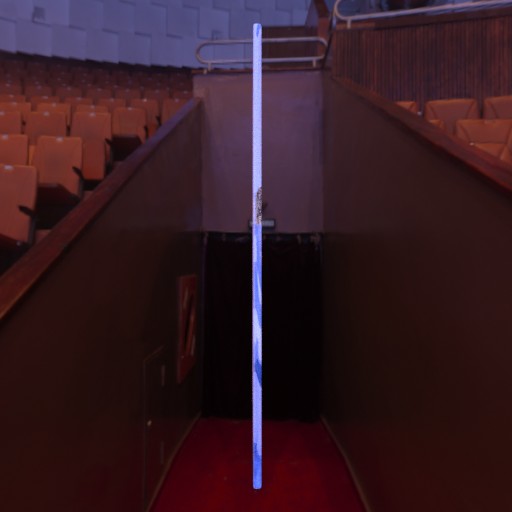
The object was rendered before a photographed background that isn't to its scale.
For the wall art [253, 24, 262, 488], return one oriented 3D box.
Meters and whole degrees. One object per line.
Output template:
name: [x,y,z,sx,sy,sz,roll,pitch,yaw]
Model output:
wall art: [0.000,0.000,1.173,0.016,0.914,0.610,0,0,-1]
